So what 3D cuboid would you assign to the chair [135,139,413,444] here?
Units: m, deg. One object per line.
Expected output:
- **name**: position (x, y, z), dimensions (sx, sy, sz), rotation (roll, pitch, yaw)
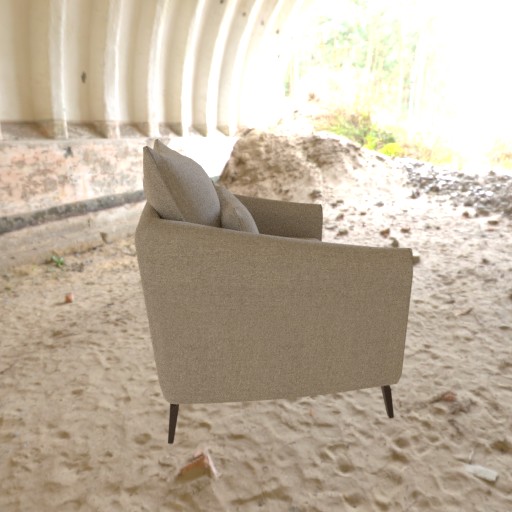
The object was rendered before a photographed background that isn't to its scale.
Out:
- **chair**: position (0.000, 0.000, 1.689), dimensions (0.801, 0.856, 1.029), rotation (-3, 16, -10)
